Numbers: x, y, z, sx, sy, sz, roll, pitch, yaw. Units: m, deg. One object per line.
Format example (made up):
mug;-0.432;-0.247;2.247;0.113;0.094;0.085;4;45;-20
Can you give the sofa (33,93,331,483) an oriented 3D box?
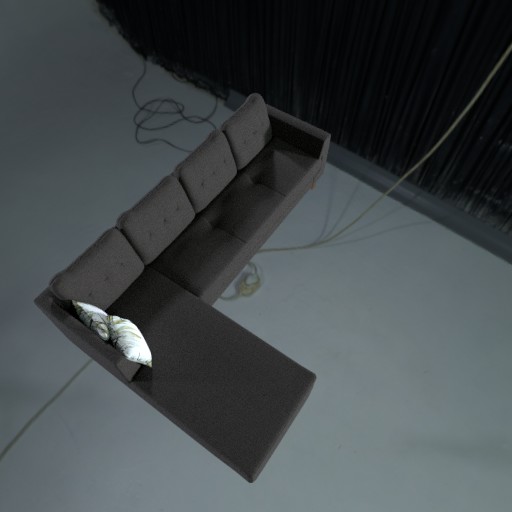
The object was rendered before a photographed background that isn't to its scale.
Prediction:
sofa;0.000;0.000;3.547;1.829;0.932;2.679;31;63;18
